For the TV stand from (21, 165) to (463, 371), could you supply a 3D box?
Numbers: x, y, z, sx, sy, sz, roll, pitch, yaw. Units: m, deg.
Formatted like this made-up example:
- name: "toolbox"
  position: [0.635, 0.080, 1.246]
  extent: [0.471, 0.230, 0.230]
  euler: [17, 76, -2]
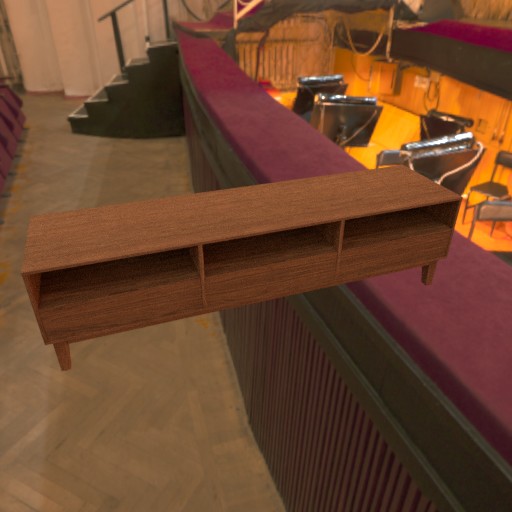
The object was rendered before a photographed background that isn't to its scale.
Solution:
- name: "TV stand"
  position: [0.000, 0.000, 1.665]
  extent: [1.482, 0.409, 0.366]
  euler: [-11, 33, -17]
